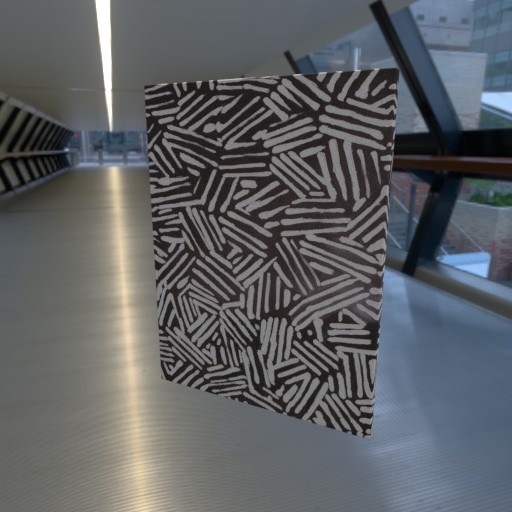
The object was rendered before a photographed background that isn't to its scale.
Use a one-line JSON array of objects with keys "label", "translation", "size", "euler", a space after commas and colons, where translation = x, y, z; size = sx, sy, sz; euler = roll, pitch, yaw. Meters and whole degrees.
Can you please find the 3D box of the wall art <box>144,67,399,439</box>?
[{"label": "wall art", "translation": [0.000, 0.000, 1.355], "size": [0.765, 1.017, 0.038], "euler": [7, 16, 26]}]
